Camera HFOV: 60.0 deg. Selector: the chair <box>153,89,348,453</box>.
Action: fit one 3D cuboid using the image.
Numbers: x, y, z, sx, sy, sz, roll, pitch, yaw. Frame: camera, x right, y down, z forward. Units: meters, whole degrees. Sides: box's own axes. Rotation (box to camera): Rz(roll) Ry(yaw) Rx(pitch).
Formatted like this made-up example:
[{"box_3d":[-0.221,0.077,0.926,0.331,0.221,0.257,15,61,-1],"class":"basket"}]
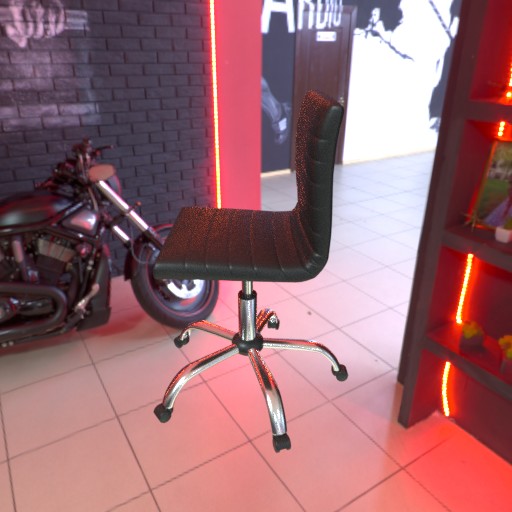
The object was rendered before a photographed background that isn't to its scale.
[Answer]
[{"box_3d":[0.000,0.000,1.130,0.530,0.780,0.556,0,24,0],"class":"chair"}]
